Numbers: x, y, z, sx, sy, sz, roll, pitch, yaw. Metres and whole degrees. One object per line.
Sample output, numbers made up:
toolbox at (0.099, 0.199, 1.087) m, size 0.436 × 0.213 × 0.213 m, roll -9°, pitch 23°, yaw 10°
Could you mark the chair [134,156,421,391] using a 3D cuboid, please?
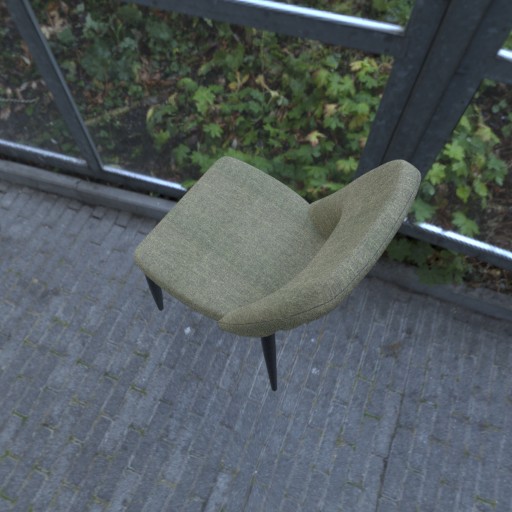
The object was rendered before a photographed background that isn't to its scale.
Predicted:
chair at (0.000, 0.000, 1.280) m, size 0.612 × 0.931 × 0.470 m, roll 32°, pitch 68°, yaw 15°
